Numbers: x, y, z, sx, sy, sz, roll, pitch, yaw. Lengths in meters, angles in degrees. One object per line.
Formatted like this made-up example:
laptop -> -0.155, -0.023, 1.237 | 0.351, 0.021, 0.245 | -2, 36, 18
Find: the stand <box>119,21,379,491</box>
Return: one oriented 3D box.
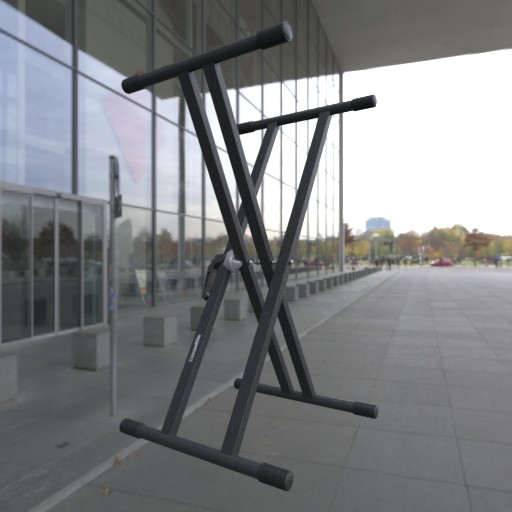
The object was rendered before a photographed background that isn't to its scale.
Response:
stand -> 0.000, 0.000, 1.180 | 0.495, 0.900, 0.503 | 0, 0, 35
